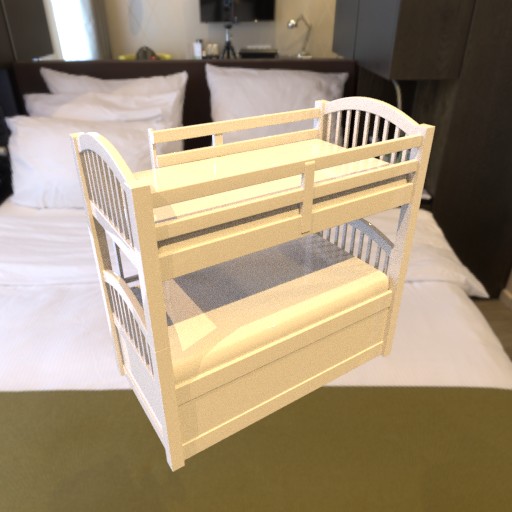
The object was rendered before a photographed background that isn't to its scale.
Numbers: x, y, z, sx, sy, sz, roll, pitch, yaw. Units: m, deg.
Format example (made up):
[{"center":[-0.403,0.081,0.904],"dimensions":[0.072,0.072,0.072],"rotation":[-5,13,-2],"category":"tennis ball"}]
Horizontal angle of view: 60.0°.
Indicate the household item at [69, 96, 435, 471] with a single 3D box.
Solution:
[{"center":[0.000,0.000,3.256],"dimensions":[2.032,2.032,1.143],"rotation":[-18,34,-29],"category":"household item"}]
